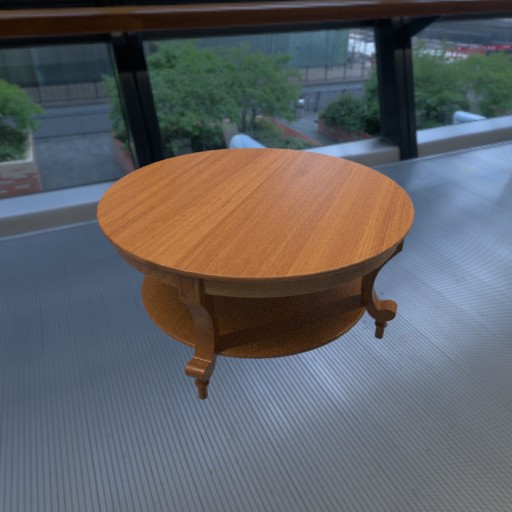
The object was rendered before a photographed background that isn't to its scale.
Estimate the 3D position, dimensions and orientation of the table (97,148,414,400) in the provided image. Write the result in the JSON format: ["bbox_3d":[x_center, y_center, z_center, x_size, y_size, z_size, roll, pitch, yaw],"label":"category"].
[{"bbox_3d":[0.000,0.000,1.618,1.029,0.490,1.029,0,31,0],"label":"table"}]
